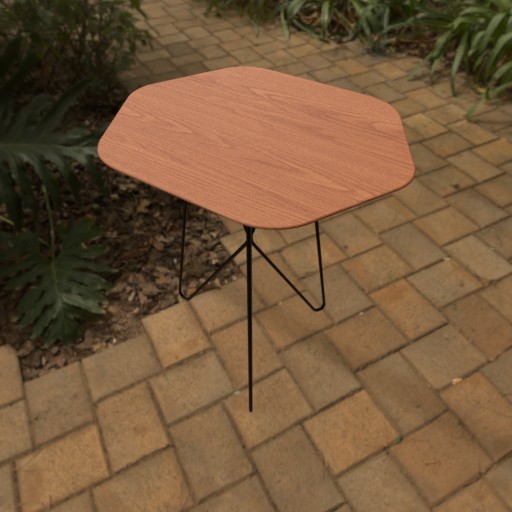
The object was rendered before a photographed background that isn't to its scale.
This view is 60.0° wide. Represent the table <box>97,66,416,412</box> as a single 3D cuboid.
[{"bbox_3d":[0.000,0.000,0.884,0.500,0.562,0.400,25,50,23],"label":"table"}]
